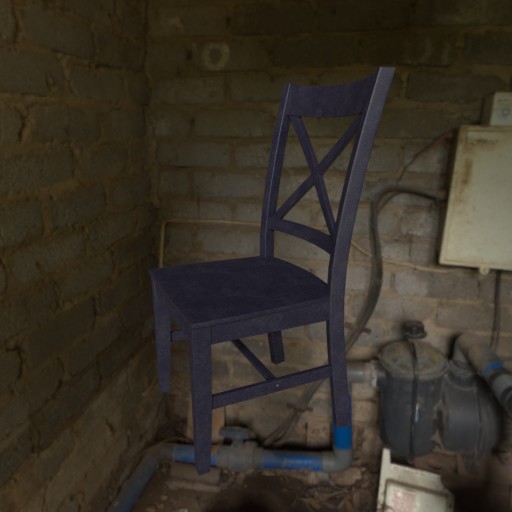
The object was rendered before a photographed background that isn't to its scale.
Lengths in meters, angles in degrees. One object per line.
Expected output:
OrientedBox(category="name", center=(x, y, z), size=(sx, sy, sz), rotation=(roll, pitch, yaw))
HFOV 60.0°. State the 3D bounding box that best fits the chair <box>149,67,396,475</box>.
OrientedBox(category="chair", center=(0.000, 0.000, 1.279), size=(0.542, 0.983, 0.485), rotation=(-8, 18, -24))
